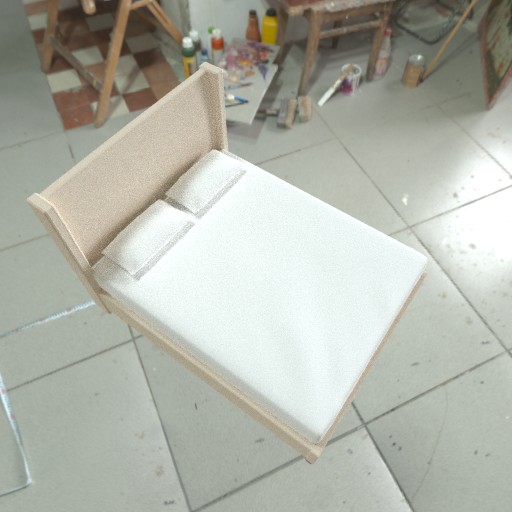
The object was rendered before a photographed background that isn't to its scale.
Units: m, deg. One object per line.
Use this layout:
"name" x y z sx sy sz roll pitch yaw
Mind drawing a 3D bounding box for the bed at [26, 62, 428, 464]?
"bed" 0.000 0.000 3.420 2.293 1.471 1.778 31 63 18
